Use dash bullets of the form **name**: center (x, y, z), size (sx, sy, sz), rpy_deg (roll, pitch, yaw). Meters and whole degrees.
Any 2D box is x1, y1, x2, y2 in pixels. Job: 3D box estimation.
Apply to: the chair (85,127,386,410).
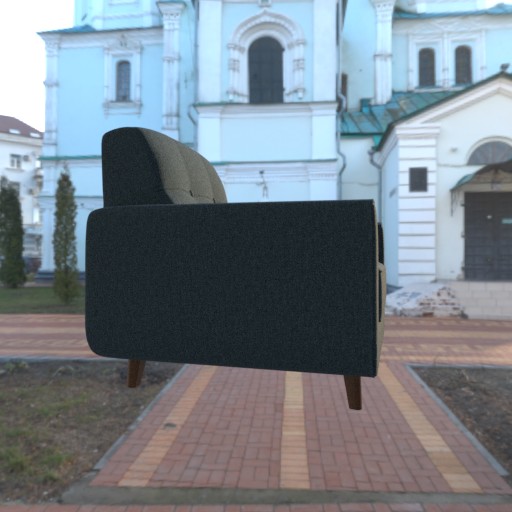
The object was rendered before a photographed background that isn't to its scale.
- **chair**: center (0.000, 0.000, 1.725), size (0.964, 0.940, 0.880), rpy_deg (0, -1, 17)
